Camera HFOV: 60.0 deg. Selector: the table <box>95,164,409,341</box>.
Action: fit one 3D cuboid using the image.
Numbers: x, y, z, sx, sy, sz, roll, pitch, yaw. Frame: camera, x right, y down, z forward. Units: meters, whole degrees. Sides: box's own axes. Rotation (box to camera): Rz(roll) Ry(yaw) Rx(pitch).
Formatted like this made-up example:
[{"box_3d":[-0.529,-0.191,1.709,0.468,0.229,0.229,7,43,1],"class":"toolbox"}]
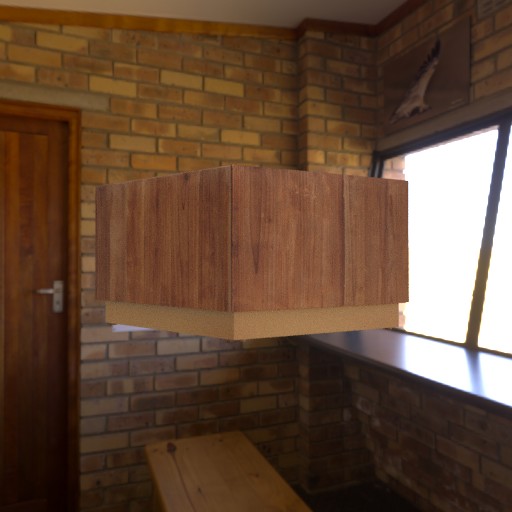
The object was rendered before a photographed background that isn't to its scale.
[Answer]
[{"box_3d":[0.000,0.000,1.688,1.154,0.456,1.000,0,0,36],"class":"table"}]
